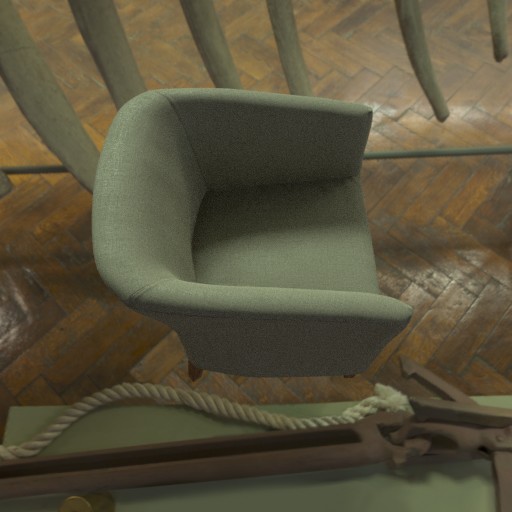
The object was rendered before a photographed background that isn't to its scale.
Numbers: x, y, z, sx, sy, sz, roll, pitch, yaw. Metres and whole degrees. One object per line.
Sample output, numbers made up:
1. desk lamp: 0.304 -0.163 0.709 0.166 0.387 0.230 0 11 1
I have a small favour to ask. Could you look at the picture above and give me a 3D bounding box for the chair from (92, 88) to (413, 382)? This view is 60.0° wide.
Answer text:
1. chair: 0.000 0.000 1.257 0.668 0.771 0.600 -2 63 -1
